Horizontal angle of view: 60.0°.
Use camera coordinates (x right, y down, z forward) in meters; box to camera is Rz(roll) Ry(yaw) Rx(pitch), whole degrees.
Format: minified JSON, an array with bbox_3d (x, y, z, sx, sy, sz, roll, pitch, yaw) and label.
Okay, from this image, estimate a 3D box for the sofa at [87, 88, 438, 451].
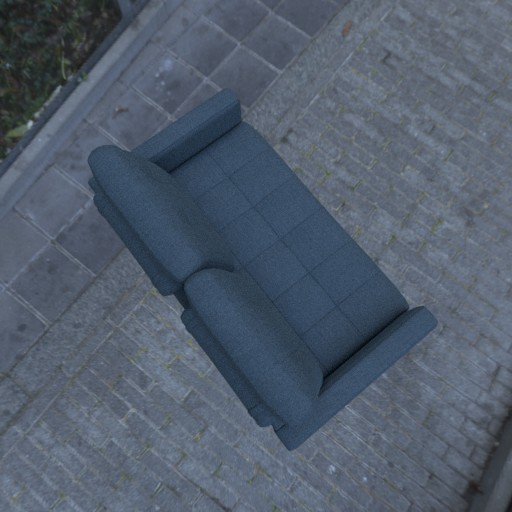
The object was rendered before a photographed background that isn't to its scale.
[{"bbox_3d":[0.000,0.000,1.961,0.842,0.907,1.407,-37,78,-9],"label":"sofa"}]
